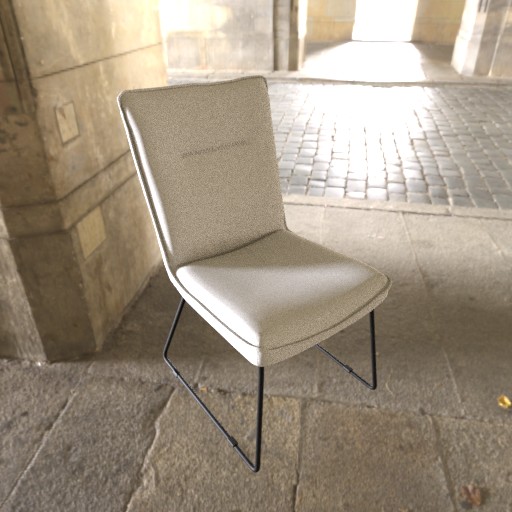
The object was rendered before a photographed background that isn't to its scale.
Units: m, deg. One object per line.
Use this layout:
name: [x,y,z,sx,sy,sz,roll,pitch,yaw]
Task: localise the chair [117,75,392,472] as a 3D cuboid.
chair: [0.000,0.000,1.362,0.515,0.930,0.688,-21,37,-31]
